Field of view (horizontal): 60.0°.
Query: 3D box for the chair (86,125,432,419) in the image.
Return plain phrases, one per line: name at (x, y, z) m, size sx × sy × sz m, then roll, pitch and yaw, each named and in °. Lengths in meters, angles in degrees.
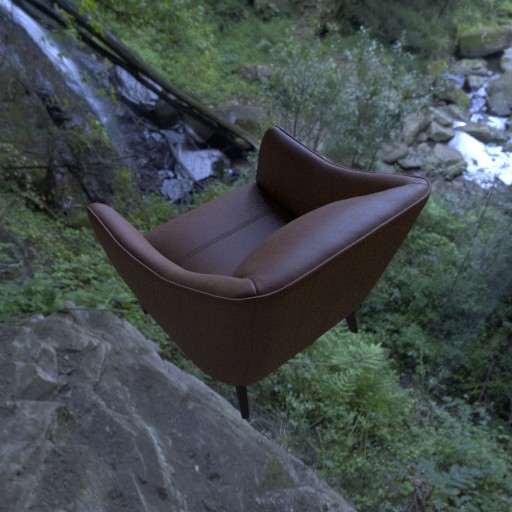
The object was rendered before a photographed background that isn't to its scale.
chair at (0.000, 0.000, 1.618) m, size 0.871 × 0.830 × 0.852 m, roll -30°, pitch 54°, yaw -26°
